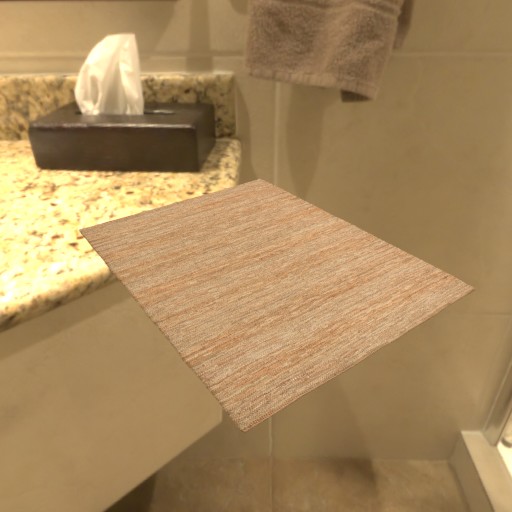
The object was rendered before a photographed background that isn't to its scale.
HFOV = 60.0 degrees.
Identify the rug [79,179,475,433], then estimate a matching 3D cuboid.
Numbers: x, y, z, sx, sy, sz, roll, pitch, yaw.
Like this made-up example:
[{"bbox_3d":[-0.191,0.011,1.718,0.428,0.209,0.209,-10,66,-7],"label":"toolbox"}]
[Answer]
[{"bbox_3d":[0.000,0.000,4.019,2.313,0.009,2.939,-21,37,-30],"label":"rug"}]
